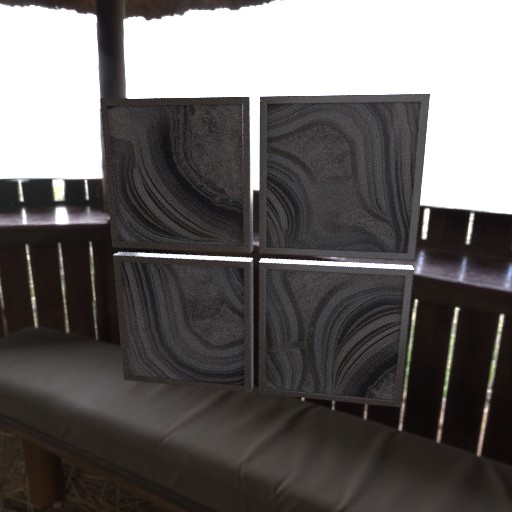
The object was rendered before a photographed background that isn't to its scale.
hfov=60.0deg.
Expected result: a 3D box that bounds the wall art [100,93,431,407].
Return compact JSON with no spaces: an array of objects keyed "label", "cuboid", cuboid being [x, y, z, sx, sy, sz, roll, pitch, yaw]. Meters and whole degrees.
[{"label":"wall art","cuboid":[0.000,0.000,0.900,0.611,0.611,0.029,3,15,10]}]
